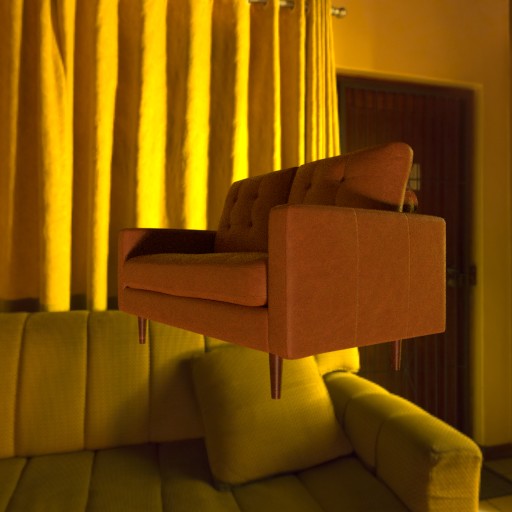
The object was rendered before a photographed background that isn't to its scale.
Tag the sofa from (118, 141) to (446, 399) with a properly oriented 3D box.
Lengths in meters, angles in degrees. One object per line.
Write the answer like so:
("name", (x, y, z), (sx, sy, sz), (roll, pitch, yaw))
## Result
("sofa", (0.000, 0.000, 2.031), (0.868, 0.898, 1.430), (0, 0, -36))
